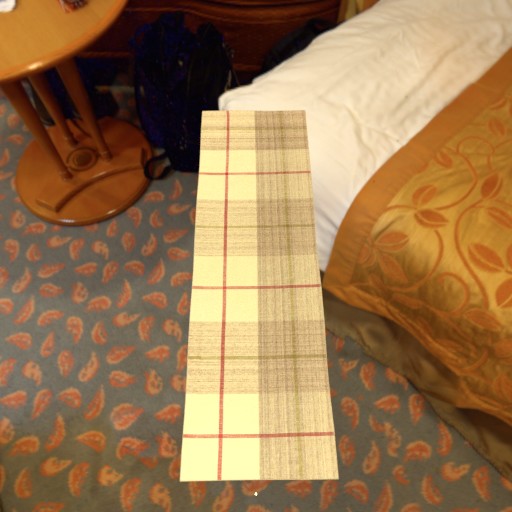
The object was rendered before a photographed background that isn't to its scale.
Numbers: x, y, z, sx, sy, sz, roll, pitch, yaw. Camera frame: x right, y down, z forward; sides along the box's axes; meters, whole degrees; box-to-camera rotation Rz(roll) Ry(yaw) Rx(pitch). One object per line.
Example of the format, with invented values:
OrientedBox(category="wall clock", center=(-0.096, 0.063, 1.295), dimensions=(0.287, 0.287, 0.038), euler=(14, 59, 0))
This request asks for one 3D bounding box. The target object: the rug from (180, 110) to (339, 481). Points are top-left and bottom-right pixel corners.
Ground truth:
OrientedBox(category="rug", center=(0.000, 0.000, 2.699), dimensions=(0.762, 0.013, 2.439), euler=(-1, 62, 0))
